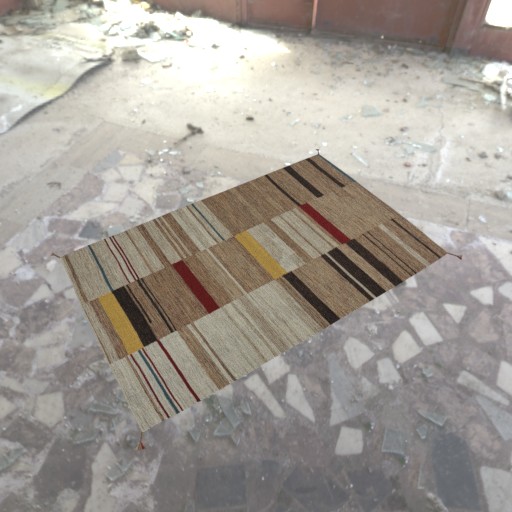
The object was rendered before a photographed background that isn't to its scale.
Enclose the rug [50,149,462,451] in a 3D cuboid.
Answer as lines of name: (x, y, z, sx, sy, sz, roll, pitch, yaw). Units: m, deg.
rug: (0.000, 0.000, 2.427, 1.918, 0.007, 1.268, -25, 52, -22)
